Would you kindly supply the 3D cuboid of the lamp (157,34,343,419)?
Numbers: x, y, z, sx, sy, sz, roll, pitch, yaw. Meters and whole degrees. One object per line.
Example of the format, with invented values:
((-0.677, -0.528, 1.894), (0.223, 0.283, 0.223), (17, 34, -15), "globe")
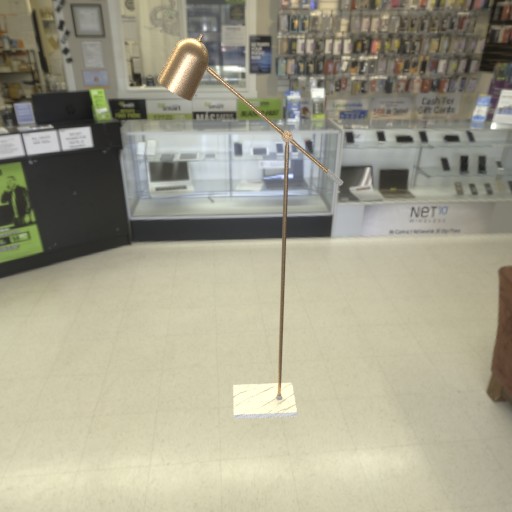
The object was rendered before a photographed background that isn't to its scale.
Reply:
((0.000, 0.000, 1.779), (0.653, 1.594, 0.194), (-1, 27, -3), "lamp")
